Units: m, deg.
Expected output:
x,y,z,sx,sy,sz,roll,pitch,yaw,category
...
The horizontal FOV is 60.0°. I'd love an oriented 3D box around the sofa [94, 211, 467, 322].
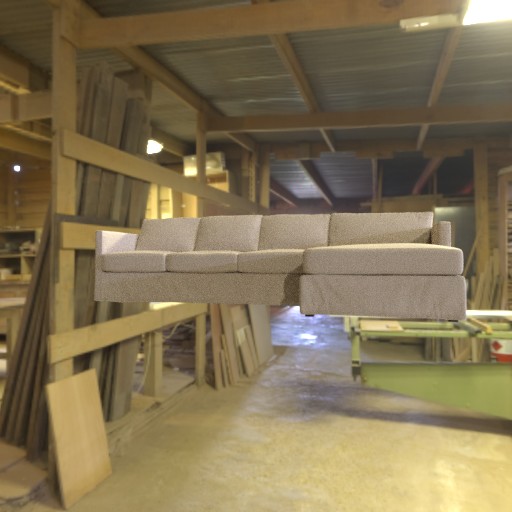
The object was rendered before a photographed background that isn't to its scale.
x,y,z,sx,sy,sz,roll,pitch,yaw,category
0.000,0.000,3.904,3.206,0.871,1.622,0,-1,17,sofa
